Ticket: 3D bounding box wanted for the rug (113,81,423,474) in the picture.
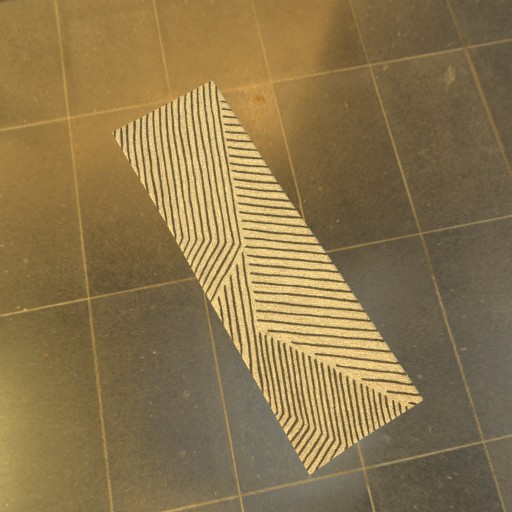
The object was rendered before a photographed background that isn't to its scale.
[{"bbox_3d":[0.000,0.000,2.740,0.773,0.020,2.439,-30,78,-7],"label":"rug"}]
